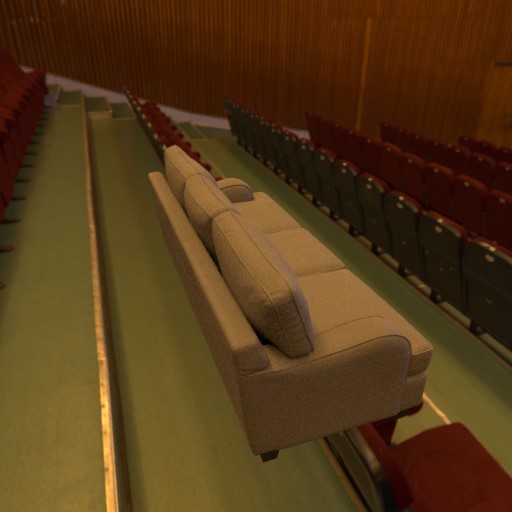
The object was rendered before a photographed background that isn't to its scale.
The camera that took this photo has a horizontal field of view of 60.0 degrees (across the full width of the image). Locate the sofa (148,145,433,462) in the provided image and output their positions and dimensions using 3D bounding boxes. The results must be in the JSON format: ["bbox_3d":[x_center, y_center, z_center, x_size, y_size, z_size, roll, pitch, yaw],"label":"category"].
[{"bbox_3d":[0.000,0.000,2.886,1.016,0.991,2.323,-10,30,-18],"label":"sofa"}]
